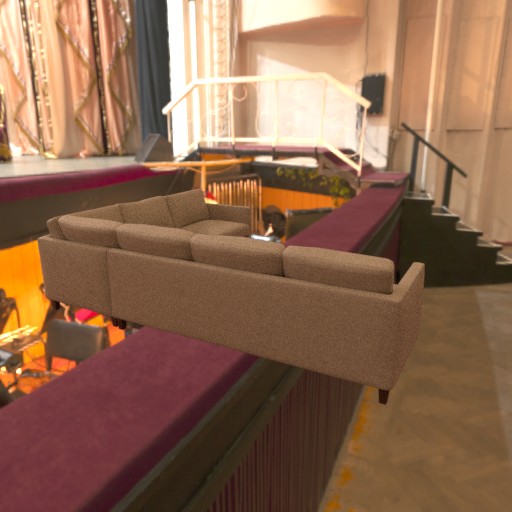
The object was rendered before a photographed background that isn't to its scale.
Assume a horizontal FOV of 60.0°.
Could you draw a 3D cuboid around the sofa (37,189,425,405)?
[{"bbox_3d":[0.000,0.000,4.446,3.333,0.934,2.522,9,18,28],"label":"sofa"}]
